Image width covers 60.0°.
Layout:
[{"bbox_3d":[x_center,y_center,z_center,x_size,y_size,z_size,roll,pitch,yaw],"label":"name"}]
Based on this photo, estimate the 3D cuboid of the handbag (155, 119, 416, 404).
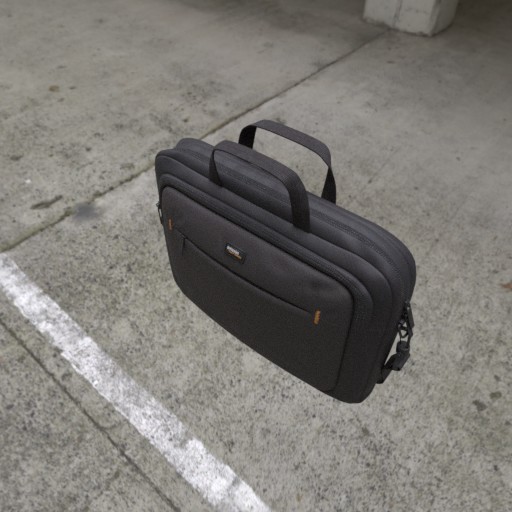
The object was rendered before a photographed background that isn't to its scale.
[{"bbox_3d":[0.000,0.000,0.423,0.320,0.244,0.089,31,53,26],"label":"handbag"}]
